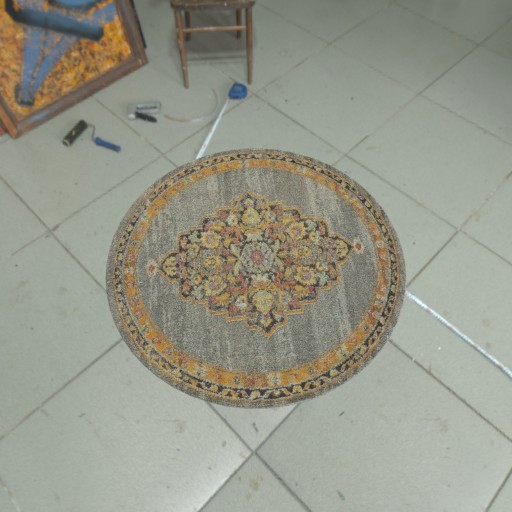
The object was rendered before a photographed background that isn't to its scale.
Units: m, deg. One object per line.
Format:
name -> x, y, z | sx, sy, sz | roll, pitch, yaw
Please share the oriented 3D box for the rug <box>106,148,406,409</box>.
rug -> 0.000, 0.000, 3.566 | 2.382, 0.014, 2.382 | 0, 59, 0
